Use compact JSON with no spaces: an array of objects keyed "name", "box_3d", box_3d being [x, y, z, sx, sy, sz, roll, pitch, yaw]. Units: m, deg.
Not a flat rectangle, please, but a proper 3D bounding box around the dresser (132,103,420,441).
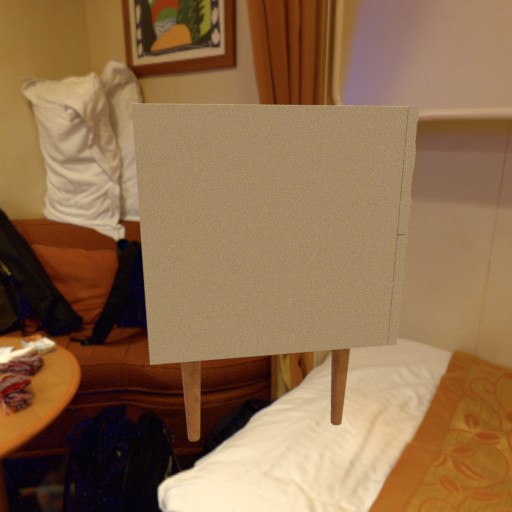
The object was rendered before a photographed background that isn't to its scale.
[{"name":"dresser","box_3d":[0.000,0.000,0.924,0.414,0.568,0.503,-3,16,-9]}]
